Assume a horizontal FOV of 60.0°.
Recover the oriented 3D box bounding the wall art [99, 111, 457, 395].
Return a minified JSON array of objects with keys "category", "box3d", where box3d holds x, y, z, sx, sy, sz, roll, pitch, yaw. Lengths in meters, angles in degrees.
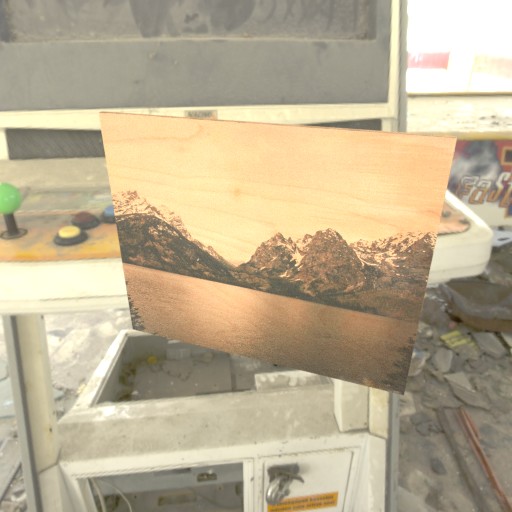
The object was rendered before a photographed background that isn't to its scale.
[{"category":"wall art","box3d":[0.000,0.000,0.697,0.508,0.408,0.010,10,29,18]}]
